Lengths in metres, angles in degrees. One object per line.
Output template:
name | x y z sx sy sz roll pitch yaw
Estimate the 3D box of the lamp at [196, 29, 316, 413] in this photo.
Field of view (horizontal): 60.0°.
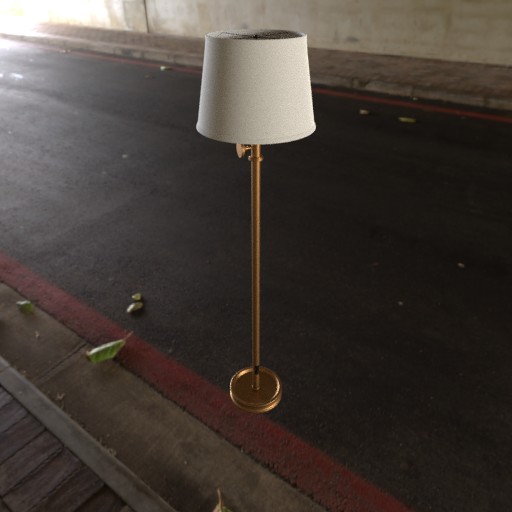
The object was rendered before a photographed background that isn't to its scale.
lamp | 0.000 0.000 0.790 0.178 0.710 0.178 0 32 0
